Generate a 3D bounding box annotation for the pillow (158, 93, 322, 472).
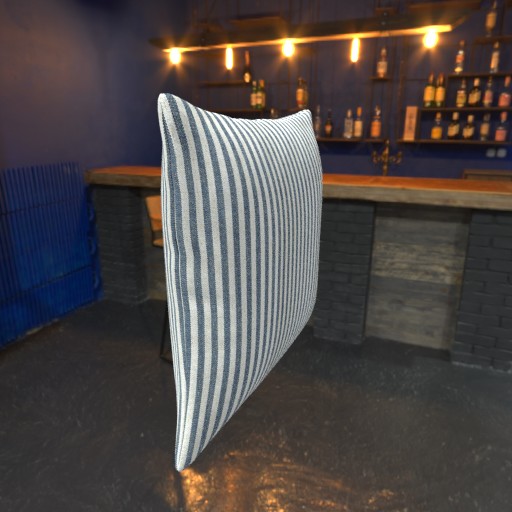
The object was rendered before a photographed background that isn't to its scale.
[{"bbox_3d":[0.000,0.000,0.786,0.166,0.510,0.523,7,18,24],"label":"pillow"}]
